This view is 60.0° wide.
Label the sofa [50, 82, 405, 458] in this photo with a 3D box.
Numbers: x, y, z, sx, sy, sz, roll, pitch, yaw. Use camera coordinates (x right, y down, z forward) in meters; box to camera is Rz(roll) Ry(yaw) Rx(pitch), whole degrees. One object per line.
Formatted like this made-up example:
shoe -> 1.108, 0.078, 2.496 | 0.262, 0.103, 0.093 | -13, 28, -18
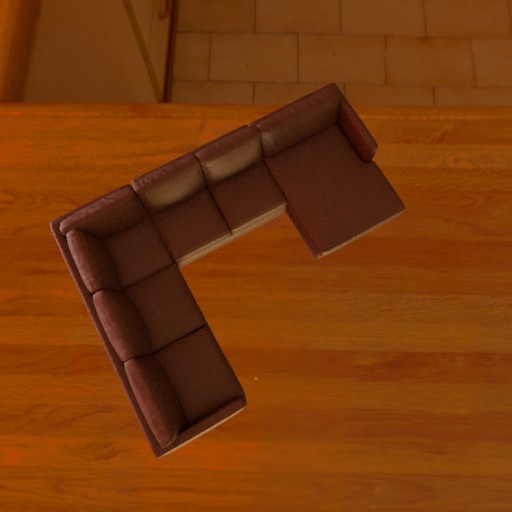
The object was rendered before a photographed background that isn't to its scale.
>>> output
sofa -> 0.000, 0.000, 4.693 | 3.460, 0.923, 2.593 | -28, 76, -7
